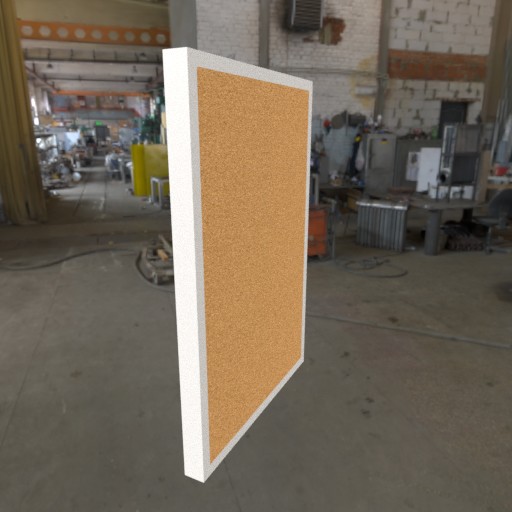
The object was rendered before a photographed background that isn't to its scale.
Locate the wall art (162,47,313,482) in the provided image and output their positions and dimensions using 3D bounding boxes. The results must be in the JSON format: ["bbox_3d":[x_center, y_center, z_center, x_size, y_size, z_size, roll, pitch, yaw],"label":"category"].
[{"bbox_3d":[0.000,0.000,0.841,0.038,0.657,0.450,8,18,26],"label":"wall art"}]
